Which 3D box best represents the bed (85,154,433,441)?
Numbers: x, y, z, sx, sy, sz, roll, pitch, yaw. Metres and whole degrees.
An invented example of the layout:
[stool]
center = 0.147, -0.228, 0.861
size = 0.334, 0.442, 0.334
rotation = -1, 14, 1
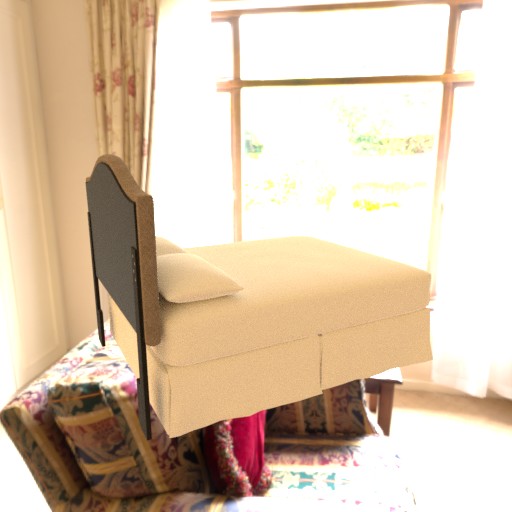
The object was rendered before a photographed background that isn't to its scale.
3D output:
[bed]
center = 0.000, 0.000, 3.365
size = 2.153, 1.518, 1.713
rotation = -7, 15, -28
